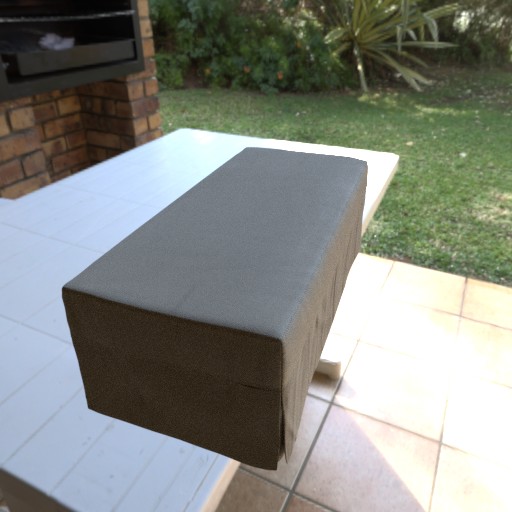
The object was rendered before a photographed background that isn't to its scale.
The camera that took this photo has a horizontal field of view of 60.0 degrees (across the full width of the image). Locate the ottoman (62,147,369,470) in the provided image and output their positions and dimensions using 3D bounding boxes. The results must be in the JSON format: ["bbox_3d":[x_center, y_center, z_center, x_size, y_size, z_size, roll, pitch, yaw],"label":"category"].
[{"bbox_3d":[0.000,0.000,1.703,0.665,0.457,1.388,11,32,17],"label":"ottoman"}]
